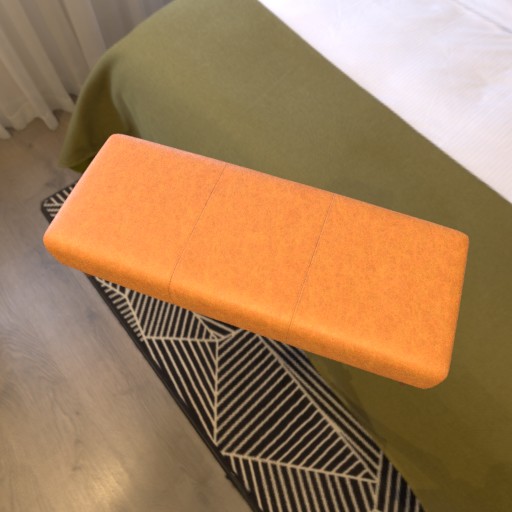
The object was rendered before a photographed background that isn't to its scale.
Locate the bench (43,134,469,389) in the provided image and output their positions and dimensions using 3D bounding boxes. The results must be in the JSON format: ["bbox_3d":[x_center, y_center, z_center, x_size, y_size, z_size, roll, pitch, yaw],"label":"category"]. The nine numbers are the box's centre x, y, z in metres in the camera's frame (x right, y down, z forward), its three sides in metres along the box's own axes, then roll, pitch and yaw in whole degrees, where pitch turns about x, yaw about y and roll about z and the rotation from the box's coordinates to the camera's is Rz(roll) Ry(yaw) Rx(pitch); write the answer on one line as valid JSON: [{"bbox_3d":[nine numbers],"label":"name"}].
[{"bbox_3d":[0.000,0.000,1.901,1.610,0.399,0.653,18,64,9],"label":"bench"}]
